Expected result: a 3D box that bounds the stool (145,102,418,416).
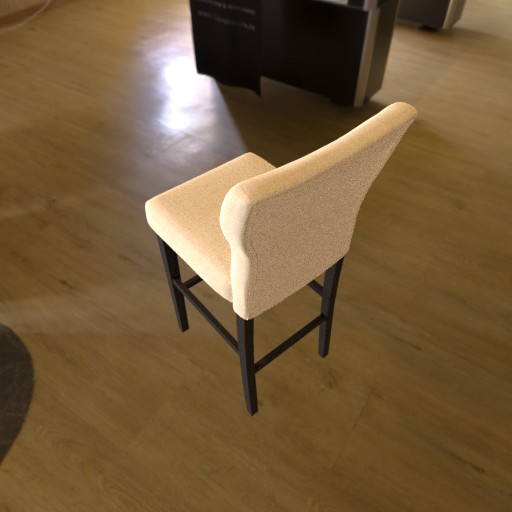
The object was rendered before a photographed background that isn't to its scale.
[{"bbox_3d":[0.000,0.000,1.453,0.516,1.124,0.603,-31,55,-26],"label":"stool"}]
